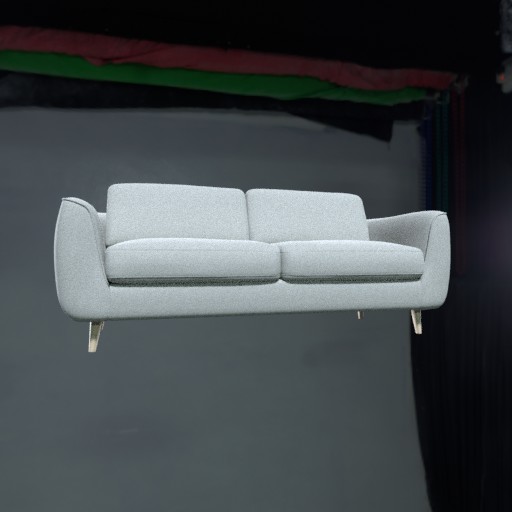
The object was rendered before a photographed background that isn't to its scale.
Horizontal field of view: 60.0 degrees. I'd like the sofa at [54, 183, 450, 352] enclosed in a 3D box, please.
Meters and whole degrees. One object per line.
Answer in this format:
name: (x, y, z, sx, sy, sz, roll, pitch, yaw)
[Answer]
sofa: (0.000, 0.000, 2.502, 2.000, 0.850, 0.920, 0, 0, -16)
